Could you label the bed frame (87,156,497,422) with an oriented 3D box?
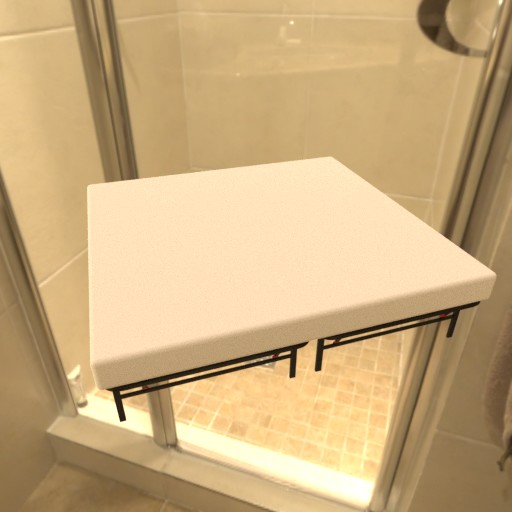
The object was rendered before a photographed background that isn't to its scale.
[{"bbox_3d":[0.000,0.000,2.948,2.033,0.525,1.935,-10,33,-15],"label":"bed frame"}]
